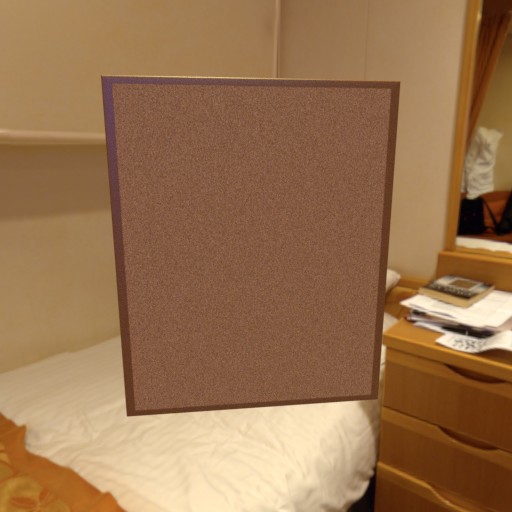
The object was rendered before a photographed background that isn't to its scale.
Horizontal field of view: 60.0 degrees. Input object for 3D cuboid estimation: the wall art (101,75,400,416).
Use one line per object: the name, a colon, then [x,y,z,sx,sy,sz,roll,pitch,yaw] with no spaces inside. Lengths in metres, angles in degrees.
wall art: [0.000,0.000,0.505,0.310,0.379,0.015,-2,13,-7]
